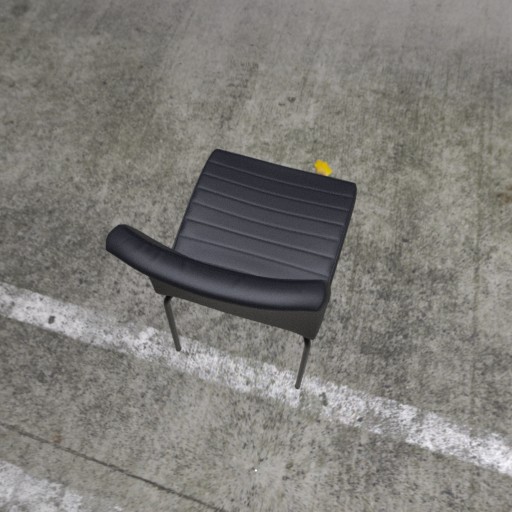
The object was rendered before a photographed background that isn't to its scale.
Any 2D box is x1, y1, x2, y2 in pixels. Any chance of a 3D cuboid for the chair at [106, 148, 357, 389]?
[{"bbox_3d":[0.000,0.000,1.185,0.450,0.872,0.572,16,65,7],"label":"chair"}]
